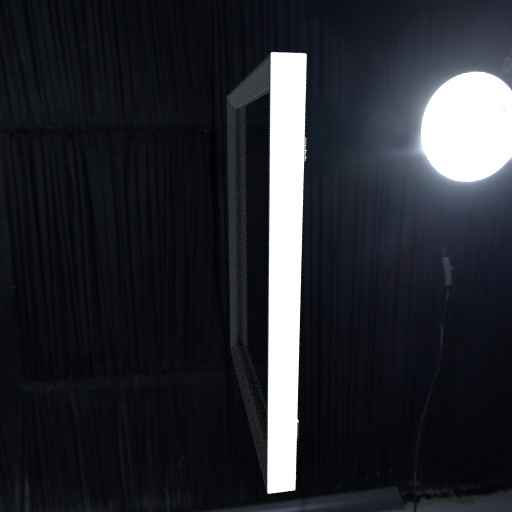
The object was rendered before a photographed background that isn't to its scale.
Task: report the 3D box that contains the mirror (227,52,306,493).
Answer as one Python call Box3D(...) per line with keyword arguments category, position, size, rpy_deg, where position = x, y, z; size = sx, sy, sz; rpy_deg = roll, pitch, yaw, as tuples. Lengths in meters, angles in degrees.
Box3D(category="mirror", position=(0.000, 0.000, 0.687), size=(0.041, 0.509, 0.406), rpy_deg=(-2, 14, -9))
